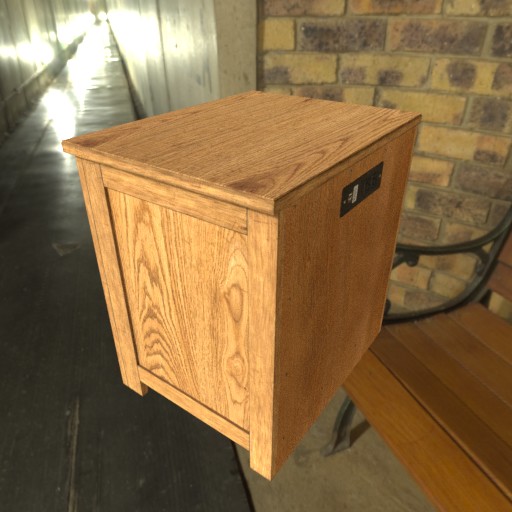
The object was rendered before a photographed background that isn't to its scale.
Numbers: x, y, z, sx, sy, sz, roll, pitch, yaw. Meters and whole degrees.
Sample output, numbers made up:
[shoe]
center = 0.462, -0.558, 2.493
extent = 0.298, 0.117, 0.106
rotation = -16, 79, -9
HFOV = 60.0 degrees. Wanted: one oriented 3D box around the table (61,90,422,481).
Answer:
[table]
center = 0.000, 0.000, 1.066
extent = 0.494, 0.625, 0.601
rotation = 20, 36, 30
